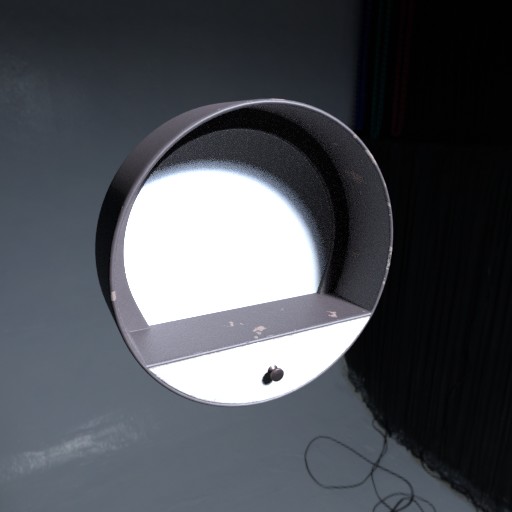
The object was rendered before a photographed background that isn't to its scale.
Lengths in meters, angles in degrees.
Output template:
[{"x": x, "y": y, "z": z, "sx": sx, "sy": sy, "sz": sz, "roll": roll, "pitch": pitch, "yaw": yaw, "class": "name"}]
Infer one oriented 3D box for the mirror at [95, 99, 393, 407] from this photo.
[{"x": 0.000, "y": 0.000, "z": 0.582, "sx": 0.386, "sy": 0.386, "sz": 0.126, "roll": -8, "pitch": 18, "yaw": -25, "class": "mirror"}]
